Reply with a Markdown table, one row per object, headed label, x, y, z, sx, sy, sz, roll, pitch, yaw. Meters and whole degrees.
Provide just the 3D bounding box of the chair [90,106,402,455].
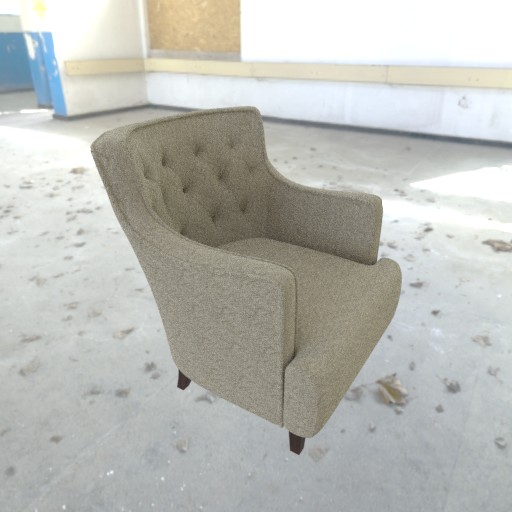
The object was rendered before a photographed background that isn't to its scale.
| label | x | y | z | sx | sy | sz | roll | pitch | yaw |
| --- | --- | --- | --- | --- | --- | --- | --- | --- | --- |
| chair | 0.000 | 0.000 | 1.632 | 0.910 | 0.920 | 0.820 | 16 | 31 | 29 |
